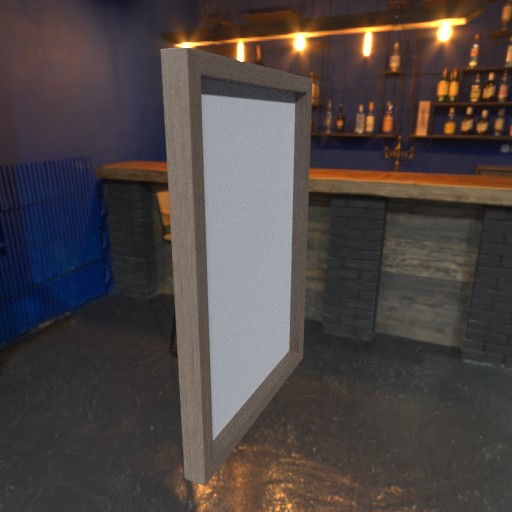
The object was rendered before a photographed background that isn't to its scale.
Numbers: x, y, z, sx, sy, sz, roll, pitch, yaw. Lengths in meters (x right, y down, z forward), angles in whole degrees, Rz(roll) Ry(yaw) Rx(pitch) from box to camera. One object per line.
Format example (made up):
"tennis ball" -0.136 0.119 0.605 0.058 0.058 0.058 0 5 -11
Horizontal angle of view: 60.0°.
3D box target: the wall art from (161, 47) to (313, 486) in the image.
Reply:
"wall art" 0.000 0.000 0.649 0.032 0.510 0.358 8 19 25
